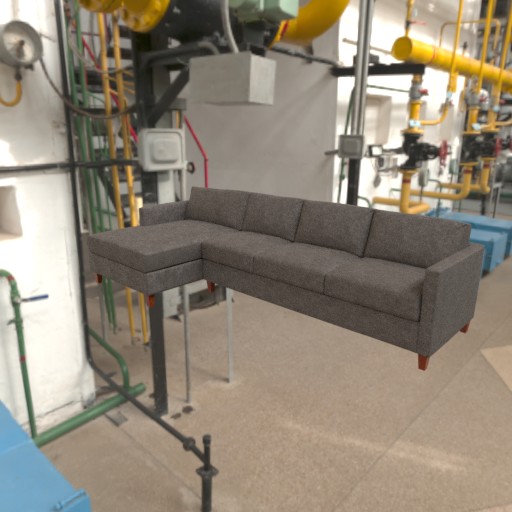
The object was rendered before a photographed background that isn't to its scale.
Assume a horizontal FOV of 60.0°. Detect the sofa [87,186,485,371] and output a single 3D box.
[{"bbox_3d":[0.000,0.000,4.111,3.471,0.954,1.606,15,22,41],"label":"sofa"}]
